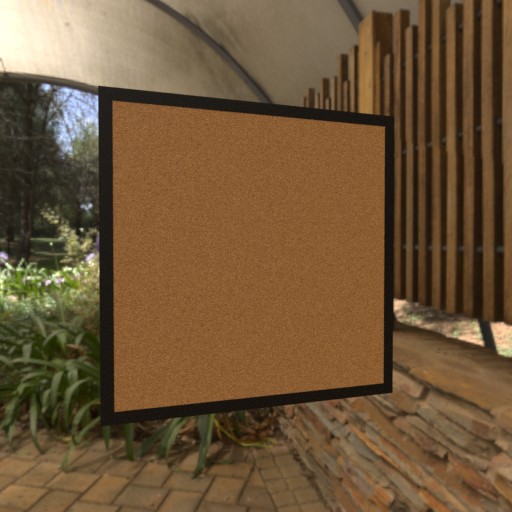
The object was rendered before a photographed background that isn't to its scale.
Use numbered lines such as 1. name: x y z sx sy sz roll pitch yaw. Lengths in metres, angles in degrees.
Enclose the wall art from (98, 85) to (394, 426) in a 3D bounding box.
1. wall art: 0.000 0.000 0.458 0.305 0.304 0.038 0 1 -18
